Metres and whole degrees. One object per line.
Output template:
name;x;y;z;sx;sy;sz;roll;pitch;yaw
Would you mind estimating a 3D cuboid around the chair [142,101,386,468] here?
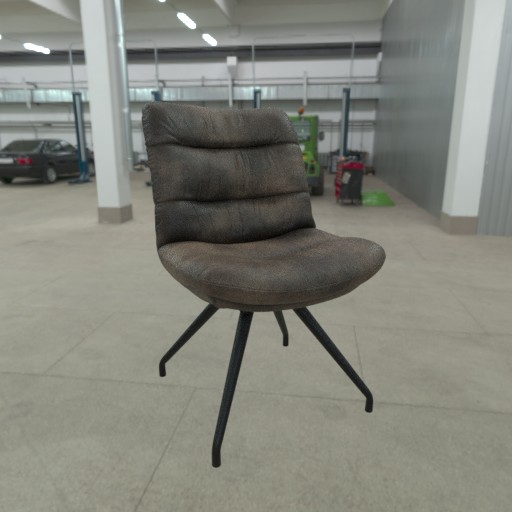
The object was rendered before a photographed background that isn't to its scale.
chair;0.000;0.000;1.286;0.549;0.870;0.622;-8;17;-26
